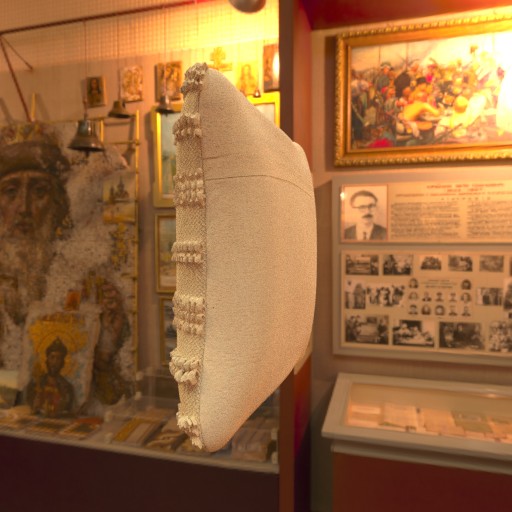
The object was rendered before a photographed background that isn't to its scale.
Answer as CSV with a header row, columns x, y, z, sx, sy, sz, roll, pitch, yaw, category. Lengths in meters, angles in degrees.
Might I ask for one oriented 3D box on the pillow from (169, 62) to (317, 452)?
x,y,z,sx,sy,sz,roll,pitch,yaw,category
0.000,0.000,0.666,0.145,0.427,0.437,0,2,18,pillow
